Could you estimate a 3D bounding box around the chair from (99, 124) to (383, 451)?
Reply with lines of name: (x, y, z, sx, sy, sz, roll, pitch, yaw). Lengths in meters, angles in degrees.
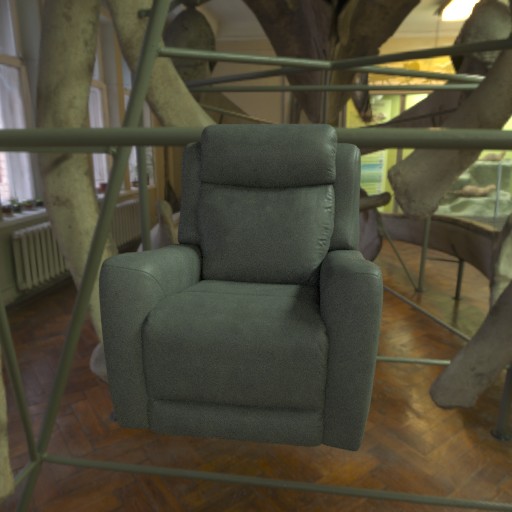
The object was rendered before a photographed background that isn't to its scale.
chair: (0.000, 0.000, 1.912, 0.965, 1.116, 1.068, 2, 15, 9)
